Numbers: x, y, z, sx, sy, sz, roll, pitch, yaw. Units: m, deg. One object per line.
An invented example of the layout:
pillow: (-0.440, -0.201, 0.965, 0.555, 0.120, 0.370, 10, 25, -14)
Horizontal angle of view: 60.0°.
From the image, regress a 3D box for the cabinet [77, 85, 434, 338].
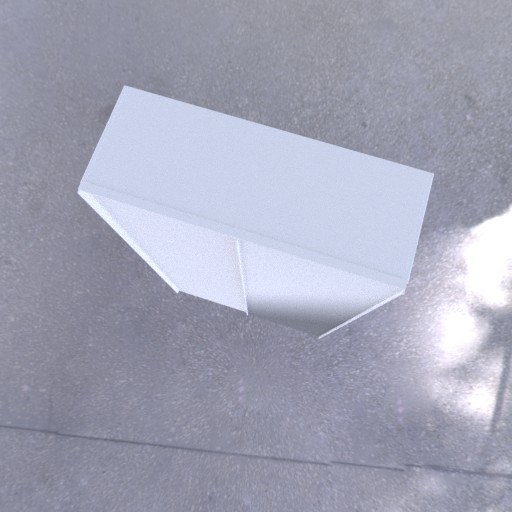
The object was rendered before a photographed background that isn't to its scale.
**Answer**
cabinet: (0.000, 0.000, 2.691, 1.250, 2.160, 0.480, 17, 76, 4)
